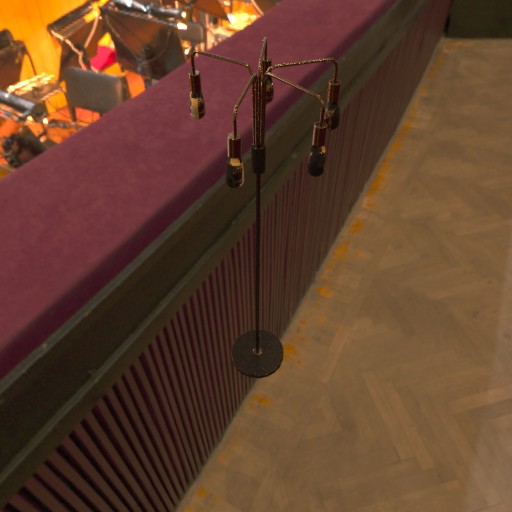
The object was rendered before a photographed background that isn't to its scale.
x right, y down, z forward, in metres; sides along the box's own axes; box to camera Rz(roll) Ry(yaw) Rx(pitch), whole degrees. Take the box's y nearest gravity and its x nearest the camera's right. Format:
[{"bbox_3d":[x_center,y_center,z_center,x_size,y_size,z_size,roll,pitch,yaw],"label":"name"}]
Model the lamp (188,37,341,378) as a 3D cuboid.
[{"bbox_3d":[0.000,0.000,2.015,0.599,1.721,0.572,25,51,21],"label":"lamp"}]
